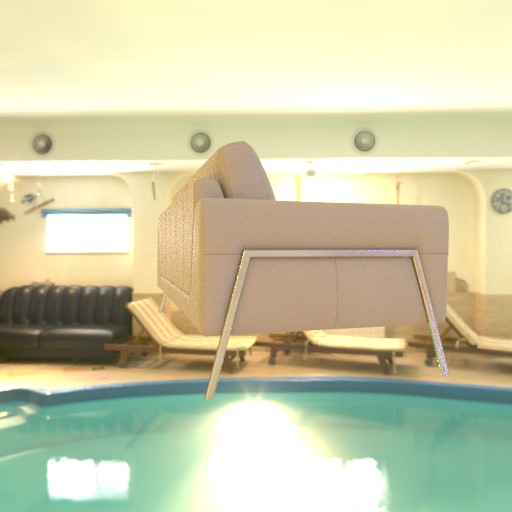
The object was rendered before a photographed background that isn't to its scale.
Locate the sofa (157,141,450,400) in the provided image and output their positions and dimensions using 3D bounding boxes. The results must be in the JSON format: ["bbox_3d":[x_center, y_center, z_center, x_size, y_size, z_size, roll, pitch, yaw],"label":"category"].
[{"bbox_3d":[0.000,0.000,2.485,0.953,0.875,2.017,0,1,-17],"label":"sofa"}]
